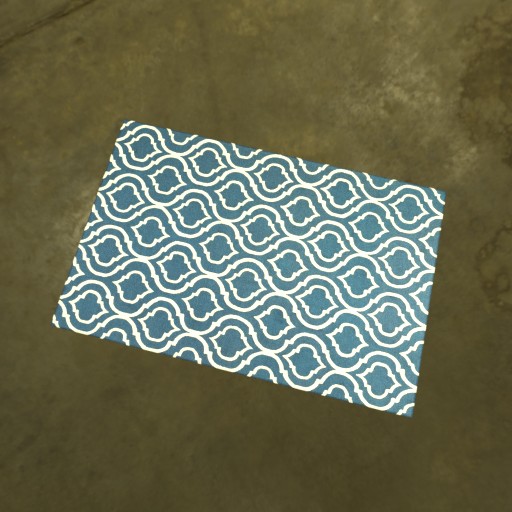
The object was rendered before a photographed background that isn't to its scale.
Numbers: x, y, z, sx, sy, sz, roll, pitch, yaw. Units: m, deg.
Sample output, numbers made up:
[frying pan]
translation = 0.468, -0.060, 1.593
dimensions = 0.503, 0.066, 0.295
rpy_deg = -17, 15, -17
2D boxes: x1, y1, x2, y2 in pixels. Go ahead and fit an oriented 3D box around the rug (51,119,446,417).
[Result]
[rug]
translation = 0.000, 0.000, 2.213
dimensions = 1.753, 0.010, 1.143
rpy_deg = 13, 76, 3
